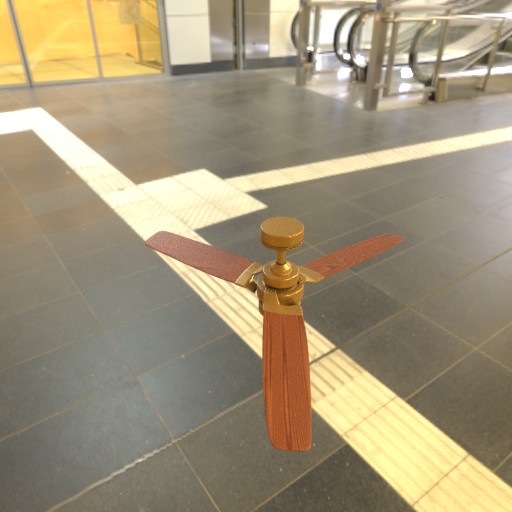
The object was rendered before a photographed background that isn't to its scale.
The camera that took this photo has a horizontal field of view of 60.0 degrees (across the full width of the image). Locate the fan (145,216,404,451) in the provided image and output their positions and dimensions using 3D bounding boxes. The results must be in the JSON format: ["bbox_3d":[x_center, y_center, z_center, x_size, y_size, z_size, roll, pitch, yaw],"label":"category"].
[{"bbox_3d":[0.000,0.000,1.978,1.271,0.425,1.416,20,37,29],"label":"fan"}]
